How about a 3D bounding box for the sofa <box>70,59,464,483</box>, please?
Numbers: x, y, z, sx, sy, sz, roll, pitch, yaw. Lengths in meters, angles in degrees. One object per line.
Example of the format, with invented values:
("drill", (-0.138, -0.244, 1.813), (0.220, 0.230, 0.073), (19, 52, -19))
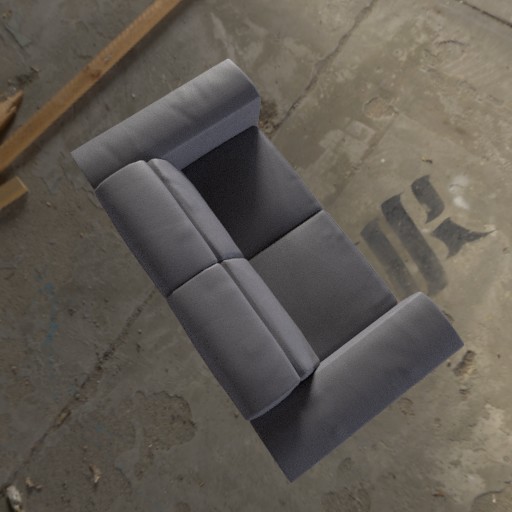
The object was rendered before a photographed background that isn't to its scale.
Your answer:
("sofa", (0.000, 0.000, 2.332), (1.003, 0.779, 1.895), (-35, 77, -9))
